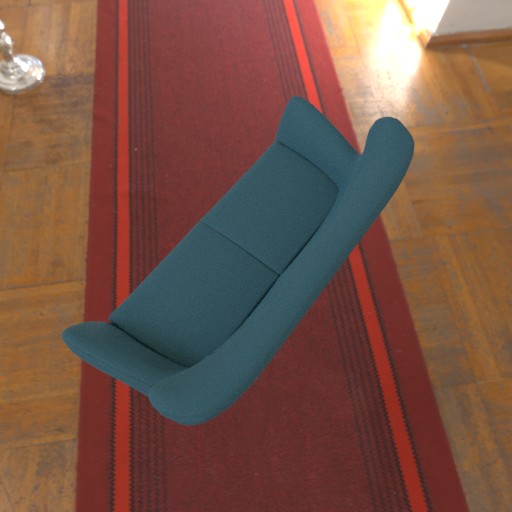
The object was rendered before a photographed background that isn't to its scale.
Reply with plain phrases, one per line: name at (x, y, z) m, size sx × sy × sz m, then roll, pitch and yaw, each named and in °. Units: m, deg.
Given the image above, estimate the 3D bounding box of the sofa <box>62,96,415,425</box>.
sofa at (0.000, 0.000, 2.432) m, size 0.889 × 0.890 × 1.930 m, roll 34°, pitch 69°, yaw 15°
